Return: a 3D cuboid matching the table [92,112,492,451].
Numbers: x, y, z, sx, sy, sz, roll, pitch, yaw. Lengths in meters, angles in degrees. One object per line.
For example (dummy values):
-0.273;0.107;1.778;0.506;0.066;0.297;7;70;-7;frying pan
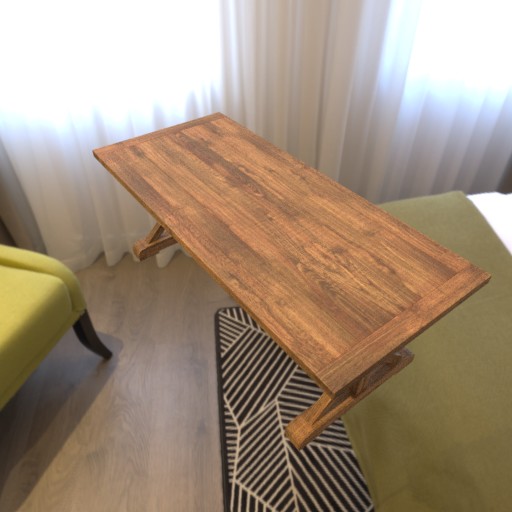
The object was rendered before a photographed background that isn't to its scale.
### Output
0.000;0.000;2.473;0.907;0.733;2.031;-27;48;-27;table
